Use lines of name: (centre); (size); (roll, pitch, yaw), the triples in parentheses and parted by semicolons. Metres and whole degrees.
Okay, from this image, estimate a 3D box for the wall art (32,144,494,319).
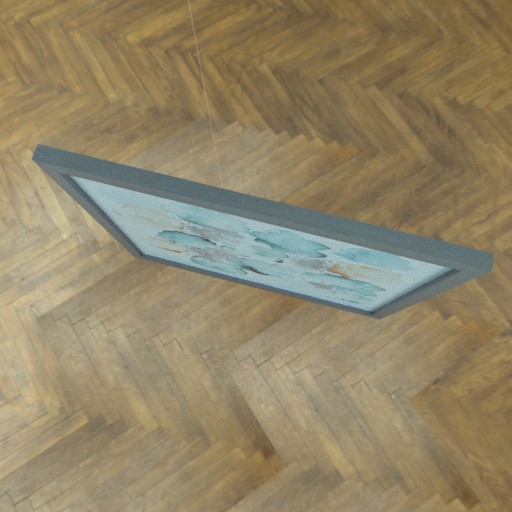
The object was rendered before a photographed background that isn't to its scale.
wall art: (0.000, 0.000, 0.888); (0.660, 0.558, 0.026); (14, 76, 4)
